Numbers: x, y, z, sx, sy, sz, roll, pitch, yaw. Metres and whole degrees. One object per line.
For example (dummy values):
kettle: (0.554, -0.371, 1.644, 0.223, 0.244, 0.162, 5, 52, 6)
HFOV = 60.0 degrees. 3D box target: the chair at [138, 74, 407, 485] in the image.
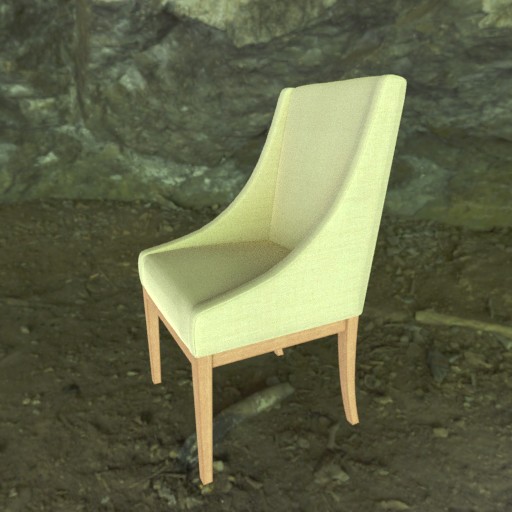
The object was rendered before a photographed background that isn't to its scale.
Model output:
chair: (0.000, 0.000, 1.363, 0.611, 1.021, 0.575, -8, 19, -25)
